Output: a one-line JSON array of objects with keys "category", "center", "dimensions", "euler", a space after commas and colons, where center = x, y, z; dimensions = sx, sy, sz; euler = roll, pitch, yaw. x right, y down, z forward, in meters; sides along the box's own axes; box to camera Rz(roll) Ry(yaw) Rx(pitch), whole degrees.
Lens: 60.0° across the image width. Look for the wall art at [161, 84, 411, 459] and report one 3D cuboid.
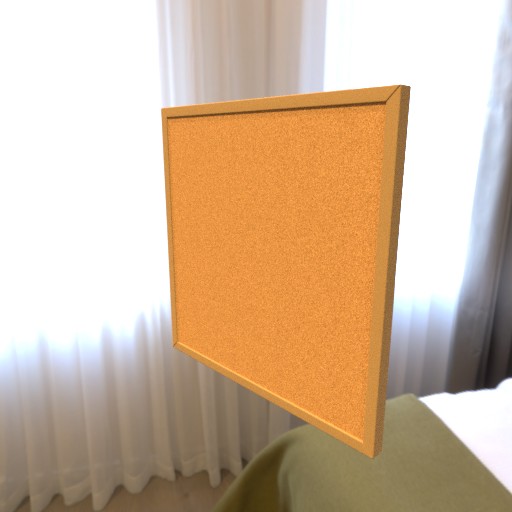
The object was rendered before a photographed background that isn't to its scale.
[{"category": "wall art", "center": [0.000, 0.000, 1.139], "dimensions": [0.037, 0.761, 0.761], "euler": [-13, 20, -43]}]
